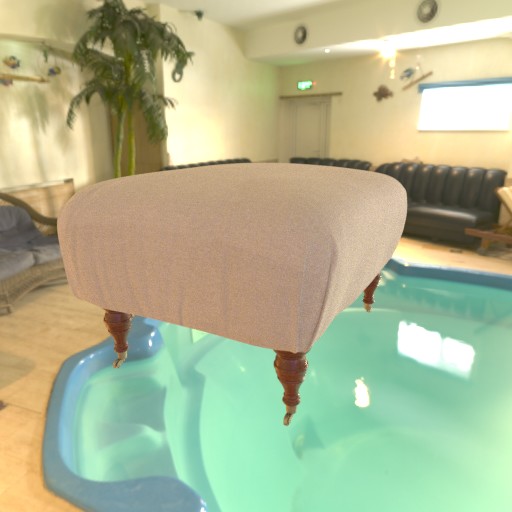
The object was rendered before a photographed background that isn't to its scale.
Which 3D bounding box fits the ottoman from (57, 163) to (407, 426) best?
[{"bbox_3d":[0.000,0.000,1.127,0.622,0.450,0.746,9,18,27],"label":"ottoman"}]
